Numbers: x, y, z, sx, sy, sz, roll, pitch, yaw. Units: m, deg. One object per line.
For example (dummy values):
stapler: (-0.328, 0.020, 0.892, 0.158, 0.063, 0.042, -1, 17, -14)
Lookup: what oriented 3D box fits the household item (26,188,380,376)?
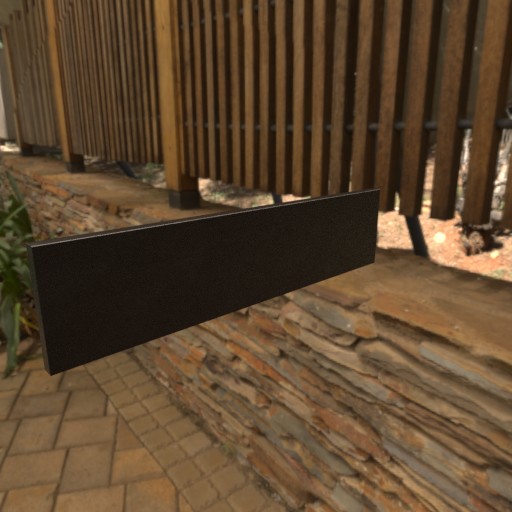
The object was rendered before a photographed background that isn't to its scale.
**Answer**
household item: (0.000, 0.000, 1.078, 1.001, 0.236, 0.030, -14, 22, -40)
